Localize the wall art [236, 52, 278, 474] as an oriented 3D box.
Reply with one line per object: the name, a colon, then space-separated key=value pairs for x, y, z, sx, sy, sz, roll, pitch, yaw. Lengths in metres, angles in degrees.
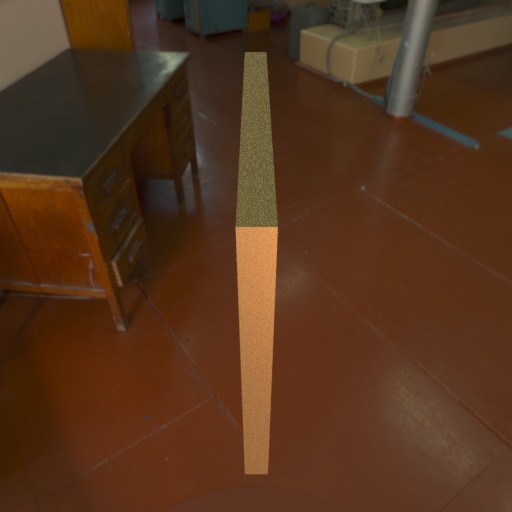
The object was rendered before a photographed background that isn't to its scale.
wall art: x=0.000 y=0.000 z=1.905 sx=0.095 sy=1.284 sz=1.284 roll=0 pitch=41 yaw=0
